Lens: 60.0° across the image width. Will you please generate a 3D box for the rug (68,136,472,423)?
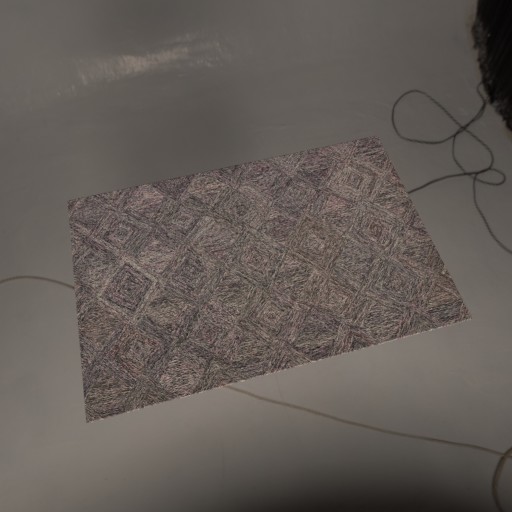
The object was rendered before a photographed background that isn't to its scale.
[{"bbox_3d":[0.000,0.000,2.869,2.298,0.017,1.501,-13,63,-7],"label":"rug"}]
